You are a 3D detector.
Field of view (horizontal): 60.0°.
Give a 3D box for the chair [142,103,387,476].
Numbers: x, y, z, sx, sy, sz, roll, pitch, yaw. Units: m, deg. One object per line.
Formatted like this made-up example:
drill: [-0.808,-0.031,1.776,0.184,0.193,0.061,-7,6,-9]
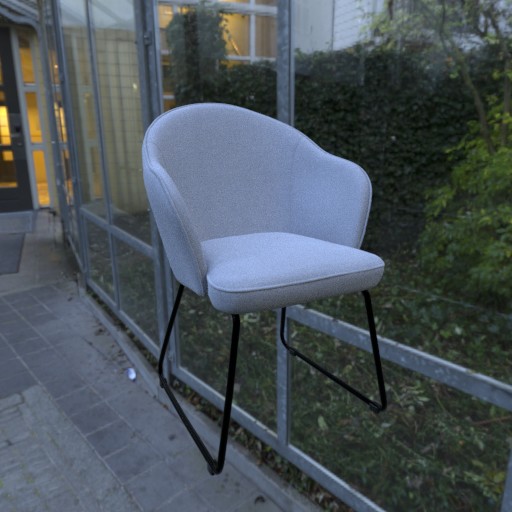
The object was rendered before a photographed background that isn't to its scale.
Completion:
chair: [0.000,0.000,1.203,0.570,0.817,0.592,-8,18,-28]
